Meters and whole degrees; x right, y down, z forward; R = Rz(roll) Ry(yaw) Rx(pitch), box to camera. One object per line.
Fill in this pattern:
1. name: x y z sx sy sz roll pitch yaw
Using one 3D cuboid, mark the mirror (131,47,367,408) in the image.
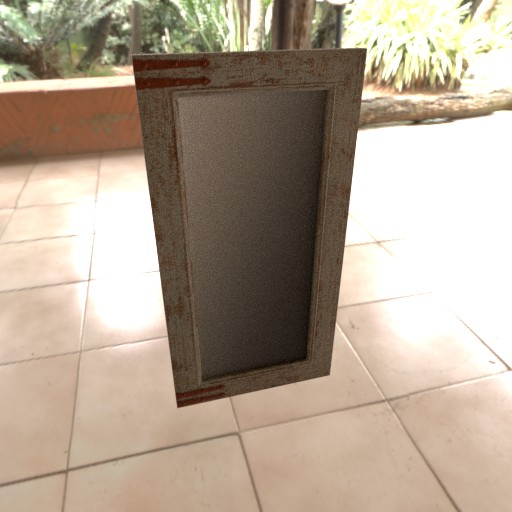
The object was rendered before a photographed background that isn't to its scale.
1. mirror: 0.000 0.000 1.095 0.472 0.922 0.027 -8 31 -14
